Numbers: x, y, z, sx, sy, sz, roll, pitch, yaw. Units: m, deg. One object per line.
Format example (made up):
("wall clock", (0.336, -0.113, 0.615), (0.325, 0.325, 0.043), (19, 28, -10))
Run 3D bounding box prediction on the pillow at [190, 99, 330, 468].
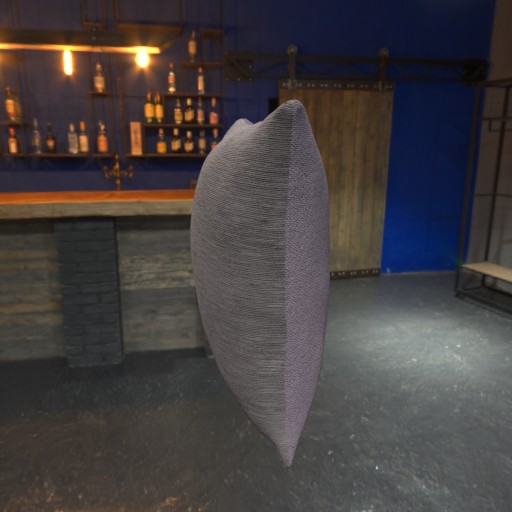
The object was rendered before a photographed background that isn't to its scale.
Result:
("pillow", (0.000, 0.000, 0.704), (0.204, 0.439, 0.452), (-2, 15, -8))
